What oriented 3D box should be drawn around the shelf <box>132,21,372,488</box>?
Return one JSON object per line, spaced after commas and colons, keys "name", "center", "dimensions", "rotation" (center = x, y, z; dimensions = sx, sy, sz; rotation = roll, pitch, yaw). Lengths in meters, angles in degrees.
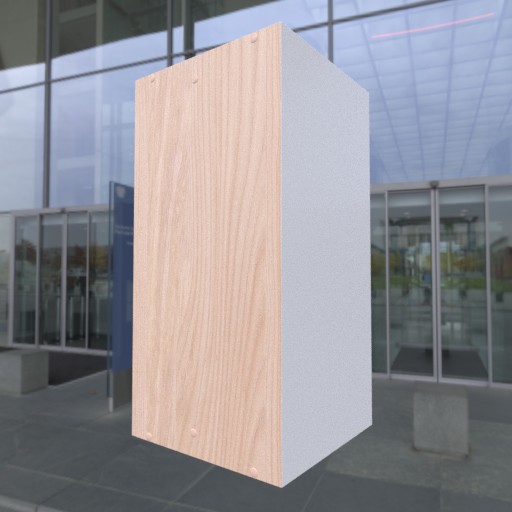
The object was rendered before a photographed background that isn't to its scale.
{"name": "shelf", "center": [0.000, 0.000, 0.767], "dimensions": [0.297, 0.594, 0.290], "rotation": [-2, -3, 37]}
